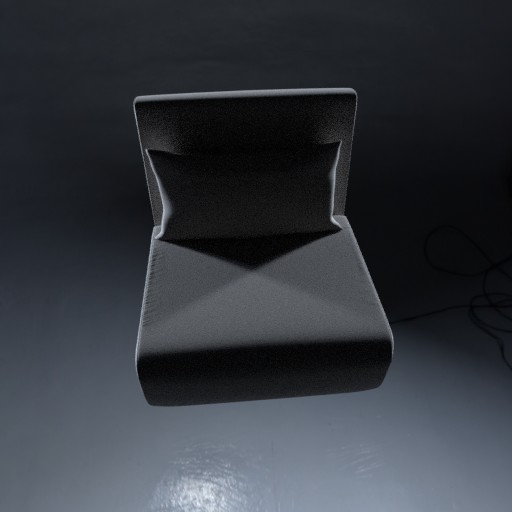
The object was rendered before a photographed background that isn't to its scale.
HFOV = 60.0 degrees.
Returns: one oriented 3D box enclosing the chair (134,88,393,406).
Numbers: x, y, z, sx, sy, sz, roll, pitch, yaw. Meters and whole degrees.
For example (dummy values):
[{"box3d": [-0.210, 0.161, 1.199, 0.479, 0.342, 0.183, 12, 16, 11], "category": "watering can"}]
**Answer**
[{"box3d": [0.000, 0.000, 1.530, 0.770, 0.808, 0.902, -3, 46, -3], "category": "chair"}]
